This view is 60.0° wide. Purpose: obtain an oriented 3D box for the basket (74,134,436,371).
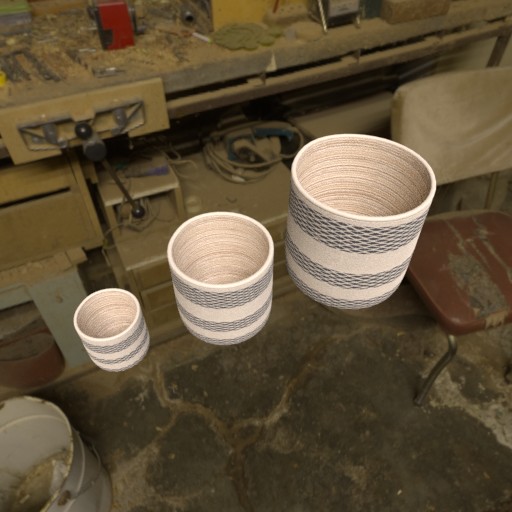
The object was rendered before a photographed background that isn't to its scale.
[{"bbox_3d":[0.000,0.000,1.123,0.917,0.356,0.351,-18,50,-16],"label":"basket"}]
